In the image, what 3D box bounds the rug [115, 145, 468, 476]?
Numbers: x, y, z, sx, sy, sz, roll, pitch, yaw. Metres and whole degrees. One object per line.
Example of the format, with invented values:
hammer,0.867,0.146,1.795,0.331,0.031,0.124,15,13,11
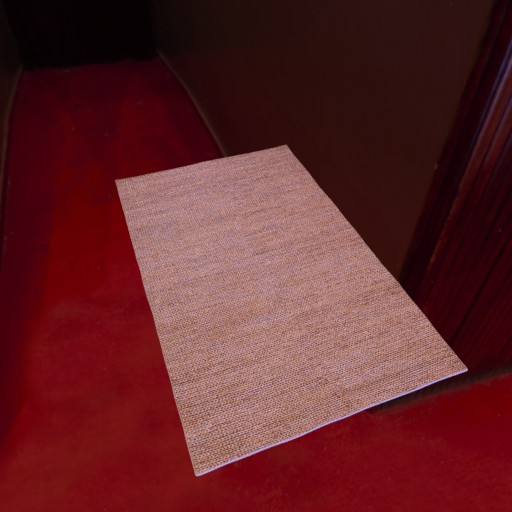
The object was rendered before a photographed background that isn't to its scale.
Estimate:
rug,0.000,0.000,3.000,1.521,0.034,2.438,-15,47,-15
